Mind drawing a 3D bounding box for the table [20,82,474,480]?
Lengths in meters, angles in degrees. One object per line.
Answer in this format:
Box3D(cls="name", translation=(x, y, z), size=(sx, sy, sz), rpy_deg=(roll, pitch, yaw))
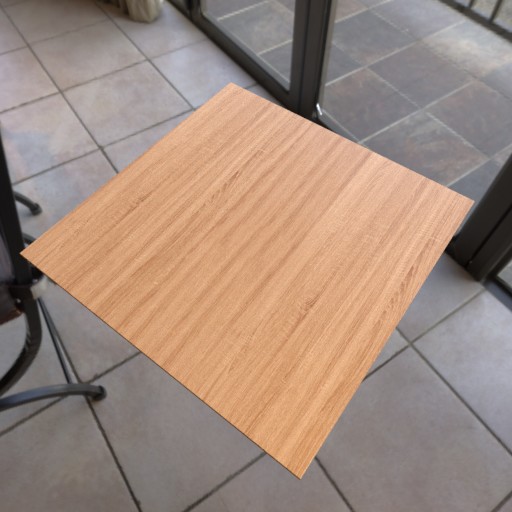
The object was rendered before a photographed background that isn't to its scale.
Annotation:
Box3D(cls="table", translation=(0.000, 0.000, 1.344), size=(0.890, 0.305, 0.890), rpy_deg=(32, 63, 19))
